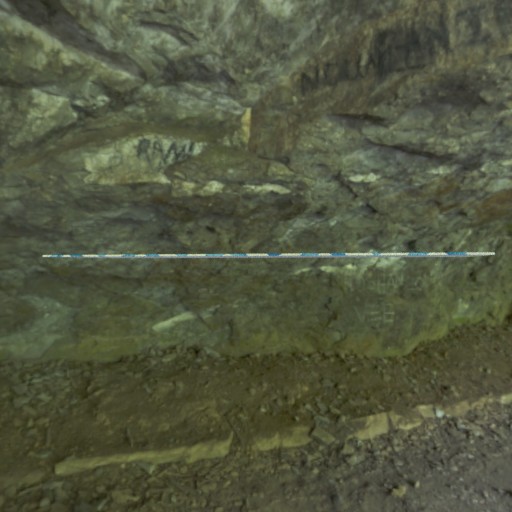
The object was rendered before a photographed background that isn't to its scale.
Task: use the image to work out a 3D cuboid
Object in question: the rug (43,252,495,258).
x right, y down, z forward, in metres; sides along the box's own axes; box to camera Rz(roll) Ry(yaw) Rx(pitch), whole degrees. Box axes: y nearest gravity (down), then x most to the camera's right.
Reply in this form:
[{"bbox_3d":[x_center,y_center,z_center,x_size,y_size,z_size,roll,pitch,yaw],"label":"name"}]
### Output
[{"bbox_3d":[0.000,0.000,1.637,1.492,0.007,0.503,0,-1,18],"label":"rug"}]
